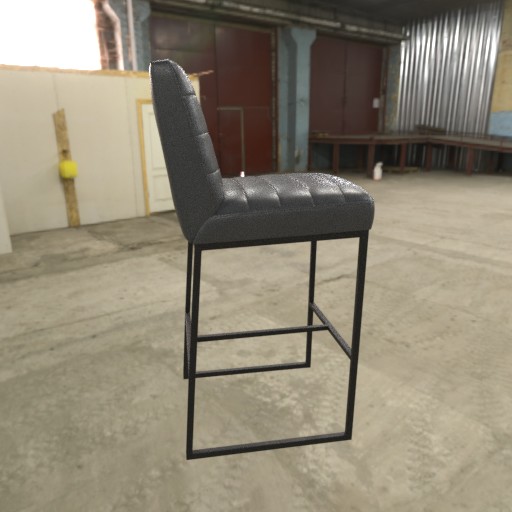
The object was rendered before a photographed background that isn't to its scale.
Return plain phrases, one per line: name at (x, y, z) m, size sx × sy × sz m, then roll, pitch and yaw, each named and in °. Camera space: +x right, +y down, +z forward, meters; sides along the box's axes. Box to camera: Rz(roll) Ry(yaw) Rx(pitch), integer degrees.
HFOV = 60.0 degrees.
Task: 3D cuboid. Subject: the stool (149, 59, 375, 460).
stool at (0.000, 0.000, 1.339) m, size 0.552 × 1.040 × 0.457 m, roll -3°, pitch 16°, yaw -10°
